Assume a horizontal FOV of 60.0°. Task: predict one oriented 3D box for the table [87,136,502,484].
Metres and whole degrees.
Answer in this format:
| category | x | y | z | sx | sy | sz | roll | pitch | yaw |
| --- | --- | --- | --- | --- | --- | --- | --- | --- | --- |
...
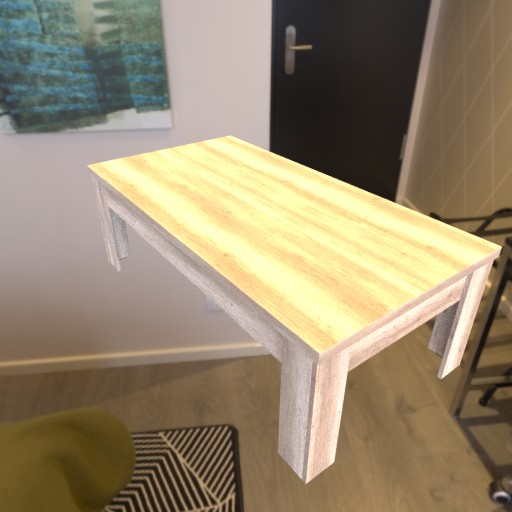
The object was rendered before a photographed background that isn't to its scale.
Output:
| category | x | y | z | sx | sy | sz | roll | pitch | yaw |
| --- | --- | --- | --- | --- | --- | --- | --- | --- | --- |
| table | 0.000 | 0.000 | 1.635 | 0.700 | 0.460 | 1.350 | -21 | 37 | -31 |
